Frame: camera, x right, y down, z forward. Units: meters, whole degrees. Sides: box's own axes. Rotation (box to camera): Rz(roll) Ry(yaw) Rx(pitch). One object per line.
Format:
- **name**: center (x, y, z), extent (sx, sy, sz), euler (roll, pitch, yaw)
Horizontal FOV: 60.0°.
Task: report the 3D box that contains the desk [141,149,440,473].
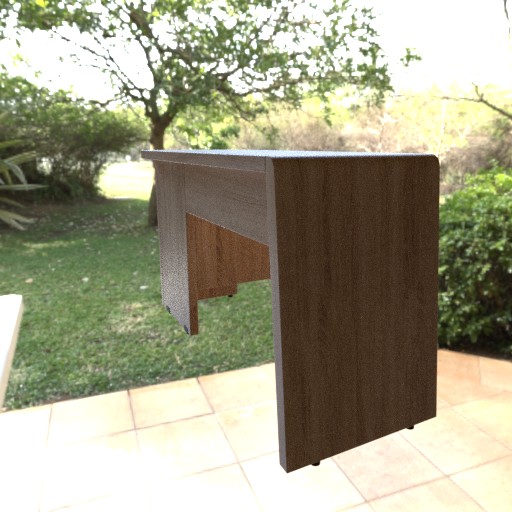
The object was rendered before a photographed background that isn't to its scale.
- **desk**: center (0.000, 0.000, 1.635), extent (0.500, 0.750, 1.300), euler (-7, 16, -26)
